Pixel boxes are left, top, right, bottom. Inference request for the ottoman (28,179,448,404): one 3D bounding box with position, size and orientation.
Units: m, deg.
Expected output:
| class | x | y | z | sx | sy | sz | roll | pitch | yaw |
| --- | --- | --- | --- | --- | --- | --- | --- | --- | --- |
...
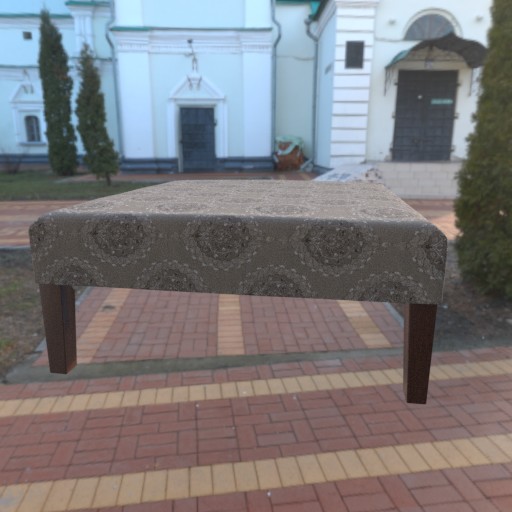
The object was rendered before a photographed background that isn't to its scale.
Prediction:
| class | x | y | z | sx | sy | sz | roll | pitch | yaw |
| --- | --- | --- | --- | --- | --- | --- | --- | --- | --- |
| ottoman | 0.000 | 0.000 | 1.370 | 0.890 | 0.411 | 0.889 | 2 | 15 | 9 |
